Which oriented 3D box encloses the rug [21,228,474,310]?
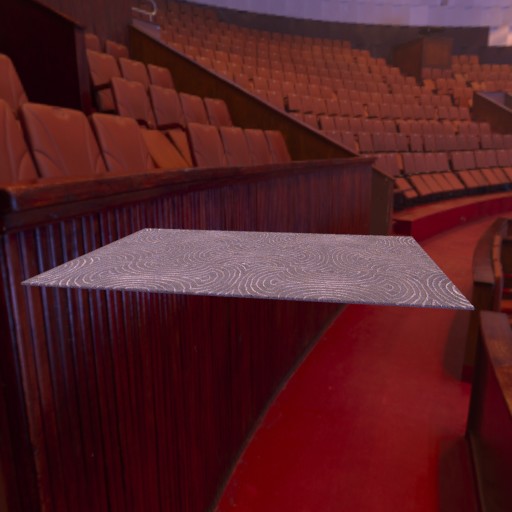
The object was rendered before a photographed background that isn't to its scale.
[{"bbox_3d":[0.000,0.000,2.796,2.144,0.015,1.543,2,14,9],"label":"rug"}]
